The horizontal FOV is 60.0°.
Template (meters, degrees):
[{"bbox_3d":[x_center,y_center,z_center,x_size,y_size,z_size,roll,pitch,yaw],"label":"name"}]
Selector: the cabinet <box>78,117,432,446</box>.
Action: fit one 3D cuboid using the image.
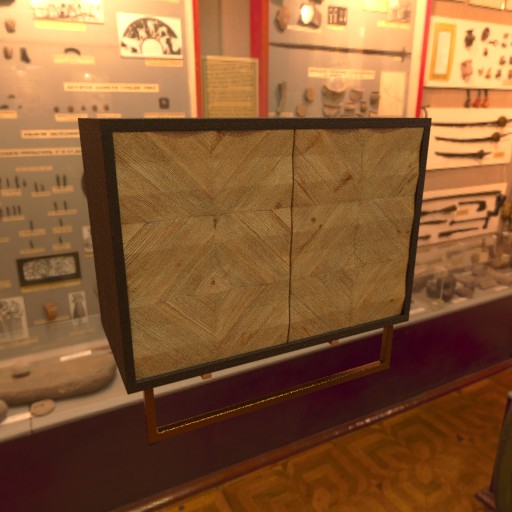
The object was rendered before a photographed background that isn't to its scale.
[{"bbox_3d":[0.000,0.000,1.445,0.950,0.860,0.451,-9,20,-25],"label":"cabinet"}]
